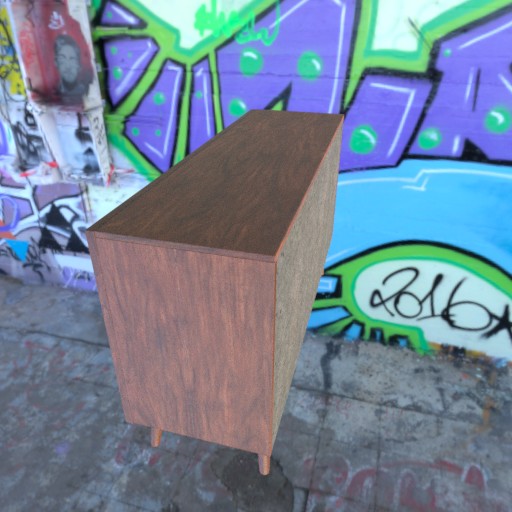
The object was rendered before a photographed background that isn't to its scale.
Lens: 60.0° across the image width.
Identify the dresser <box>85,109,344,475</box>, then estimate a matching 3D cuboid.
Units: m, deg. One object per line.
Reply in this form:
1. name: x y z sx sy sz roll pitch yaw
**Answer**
1. dresser: 0.000 0.000 1.867 0.500 0.889 1.472 8 31 14
